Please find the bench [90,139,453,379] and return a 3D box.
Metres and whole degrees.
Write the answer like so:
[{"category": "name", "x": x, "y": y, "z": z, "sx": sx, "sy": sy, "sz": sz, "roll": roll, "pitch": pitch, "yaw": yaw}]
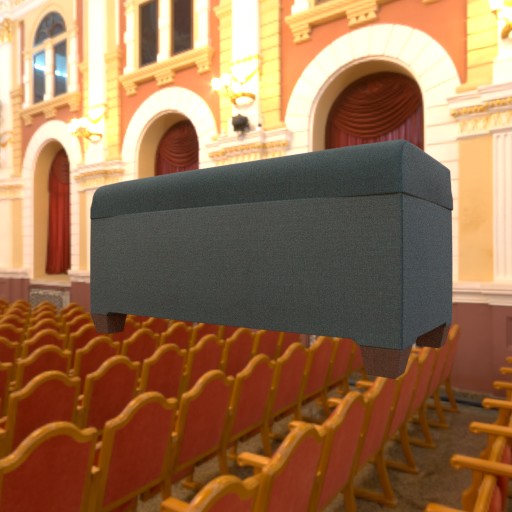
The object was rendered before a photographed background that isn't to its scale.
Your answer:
[{"category": "bench", "x": 0.000, "y": 0.000, "z": 1.279, "sx": 0.995, "sy": 0.474, "sz": 0.476, "roll": 0, "pitch": 0, "yaw": 35}]
